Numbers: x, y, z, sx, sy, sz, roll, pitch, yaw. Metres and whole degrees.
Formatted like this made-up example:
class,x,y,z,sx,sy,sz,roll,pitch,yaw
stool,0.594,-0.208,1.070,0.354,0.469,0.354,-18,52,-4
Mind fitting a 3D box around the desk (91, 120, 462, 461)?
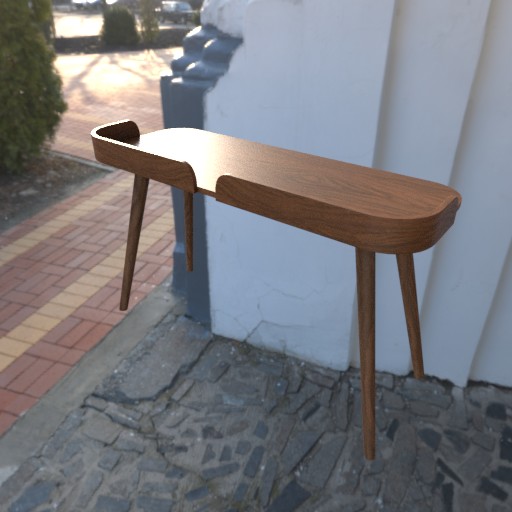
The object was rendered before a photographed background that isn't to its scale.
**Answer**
class,x,y,z,sx,sy,sz,roll,pitch,yaw
desk,0.000,0.000,1.618,1.256,0.800,0.486,22,37,32
